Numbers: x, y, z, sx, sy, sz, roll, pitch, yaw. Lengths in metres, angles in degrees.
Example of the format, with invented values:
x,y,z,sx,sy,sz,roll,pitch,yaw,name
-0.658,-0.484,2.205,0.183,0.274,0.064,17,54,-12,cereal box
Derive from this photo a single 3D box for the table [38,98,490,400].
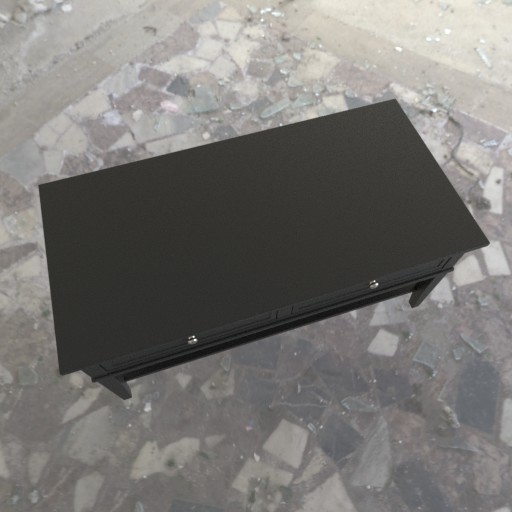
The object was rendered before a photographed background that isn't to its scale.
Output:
x,y,z,sx,sy,sz,roll,pitch,yaw,name
0.000,0.000,1.338,1.044,0.470,0.523,-16,63,-8,table
